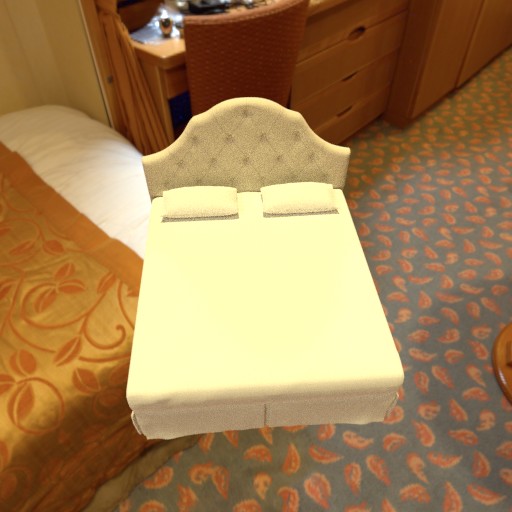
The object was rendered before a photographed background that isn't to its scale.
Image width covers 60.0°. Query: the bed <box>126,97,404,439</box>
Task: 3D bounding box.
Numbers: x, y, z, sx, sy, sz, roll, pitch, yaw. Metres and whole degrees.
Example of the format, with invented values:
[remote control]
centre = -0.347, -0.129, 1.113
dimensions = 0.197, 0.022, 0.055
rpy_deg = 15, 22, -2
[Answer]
[bed]
centre = 0.000, 0.000, 3.588
dimensions = 2.008, 1.615, 2.214
rpy_deg = -3, 46, -3
